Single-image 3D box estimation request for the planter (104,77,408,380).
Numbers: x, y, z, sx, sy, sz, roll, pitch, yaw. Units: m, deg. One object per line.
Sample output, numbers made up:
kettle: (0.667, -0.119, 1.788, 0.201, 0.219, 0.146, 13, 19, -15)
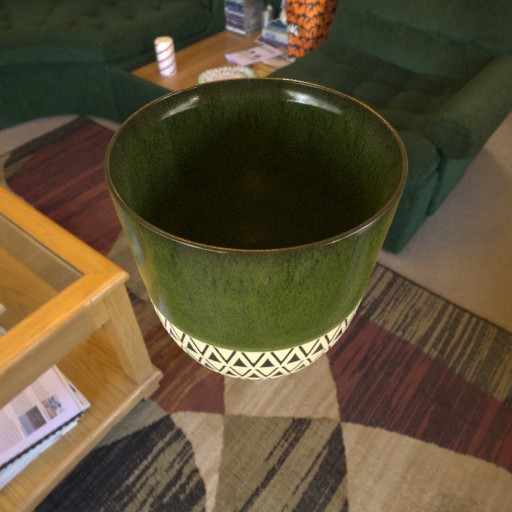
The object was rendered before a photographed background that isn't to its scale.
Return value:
planter: (0.000, 0.000, 0.465, 0.245, 0.270, 0.245, 0, 47, 0)
